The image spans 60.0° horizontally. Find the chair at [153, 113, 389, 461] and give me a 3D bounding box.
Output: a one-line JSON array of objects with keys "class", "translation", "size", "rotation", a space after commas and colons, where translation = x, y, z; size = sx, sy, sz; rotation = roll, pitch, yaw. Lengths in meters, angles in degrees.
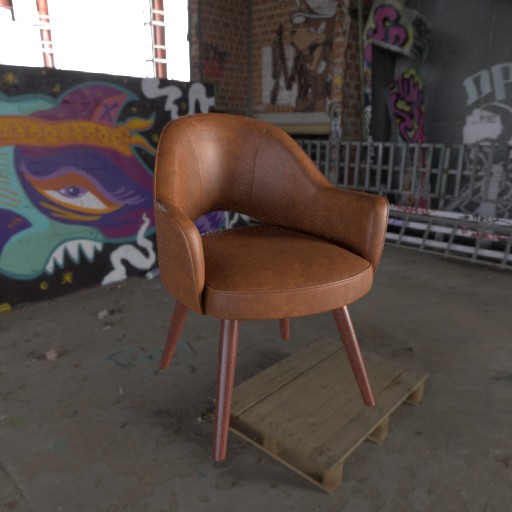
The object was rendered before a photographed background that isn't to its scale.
[{"class": "chair", "translation": [0.000, 0.000, 1.231], "size": [0.591, 0.777, 0.640], "rotation": [-8, 18, -26]}]
